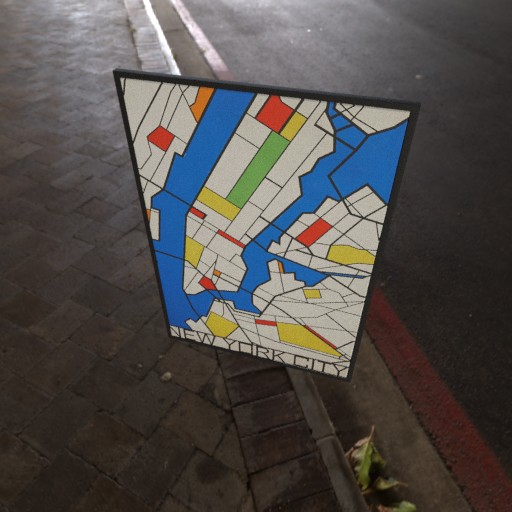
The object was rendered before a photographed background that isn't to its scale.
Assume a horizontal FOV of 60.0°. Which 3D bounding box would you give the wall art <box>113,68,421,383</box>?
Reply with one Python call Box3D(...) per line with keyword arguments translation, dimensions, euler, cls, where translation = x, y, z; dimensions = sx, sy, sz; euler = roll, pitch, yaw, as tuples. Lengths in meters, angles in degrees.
Box3D(translation=(0.000, 0.000, 0.856), dimensions=(0.457, 0.657, 0.013), euler=(11, 43, 12), cls="wall art")
